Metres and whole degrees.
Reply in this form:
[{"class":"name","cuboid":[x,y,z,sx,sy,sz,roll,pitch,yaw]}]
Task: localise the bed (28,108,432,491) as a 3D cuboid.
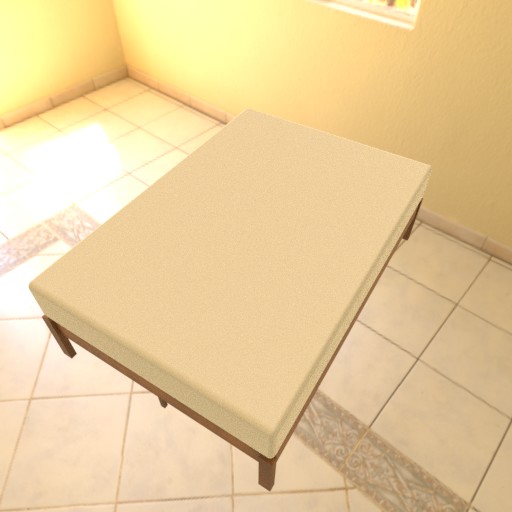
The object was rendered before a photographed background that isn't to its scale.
[{"class":"bed","cuboid":[0.000,0.000,2.584,1.348,0.616,1.927,25,52,21]}]
